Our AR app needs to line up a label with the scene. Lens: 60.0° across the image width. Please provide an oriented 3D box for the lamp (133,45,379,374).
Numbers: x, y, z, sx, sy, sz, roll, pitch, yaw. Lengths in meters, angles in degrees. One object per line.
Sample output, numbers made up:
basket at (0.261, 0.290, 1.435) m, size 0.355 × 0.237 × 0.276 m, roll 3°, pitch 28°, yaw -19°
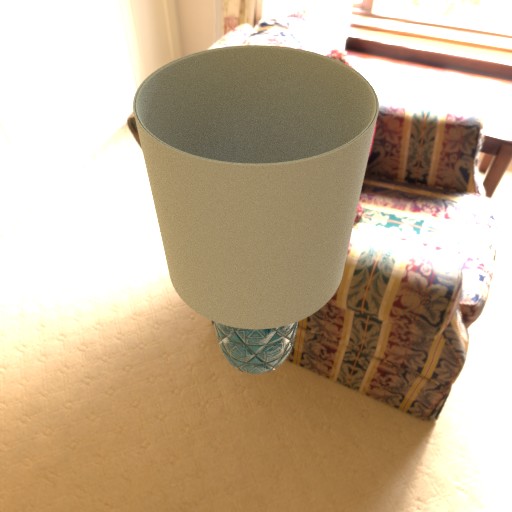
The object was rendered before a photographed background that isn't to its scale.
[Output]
lamp at (0.000, 0.000, 0.490) m, size 0.193 × 0.377 × 0.193 m, roll -10°, pitch 48°, yaw -9°
